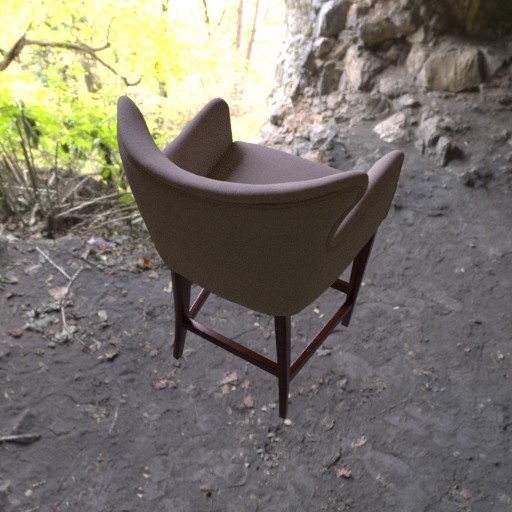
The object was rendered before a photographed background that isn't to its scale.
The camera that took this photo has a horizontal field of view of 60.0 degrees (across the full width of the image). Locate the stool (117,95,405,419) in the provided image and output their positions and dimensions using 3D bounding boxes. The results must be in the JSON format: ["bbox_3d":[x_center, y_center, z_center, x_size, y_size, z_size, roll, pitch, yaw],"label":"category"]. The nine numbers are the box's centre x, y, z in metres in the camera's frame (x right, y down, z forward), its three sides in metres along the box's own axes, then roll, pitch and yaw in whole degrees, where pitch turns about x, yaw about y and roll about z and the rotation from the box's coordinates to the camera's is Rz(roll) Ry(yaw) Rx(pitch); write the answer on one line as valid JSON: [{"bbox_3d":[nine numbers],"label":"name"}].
[{"bbox_3d":[0.000,0.000,1.309,0.601,0.951,0.570,23,51,20],"label":"stool"}]
